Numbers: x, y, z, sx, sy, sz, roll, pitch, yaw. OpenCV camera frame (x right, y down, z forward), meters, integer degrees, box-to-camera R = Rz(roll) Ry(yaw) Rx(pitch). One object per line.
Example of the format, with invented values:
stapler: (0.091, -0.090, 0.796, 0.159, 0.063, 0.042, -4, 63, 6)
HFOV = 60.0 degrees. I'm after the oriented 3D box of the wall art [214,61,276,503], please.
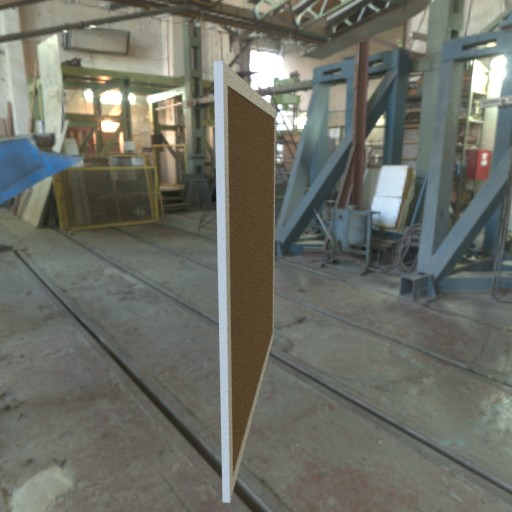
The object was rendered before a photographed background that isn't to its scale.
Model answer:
wall art: (0.000, 0.000, 1.175, 0.015, 0.812, 0.812, 2, 13, 8)
